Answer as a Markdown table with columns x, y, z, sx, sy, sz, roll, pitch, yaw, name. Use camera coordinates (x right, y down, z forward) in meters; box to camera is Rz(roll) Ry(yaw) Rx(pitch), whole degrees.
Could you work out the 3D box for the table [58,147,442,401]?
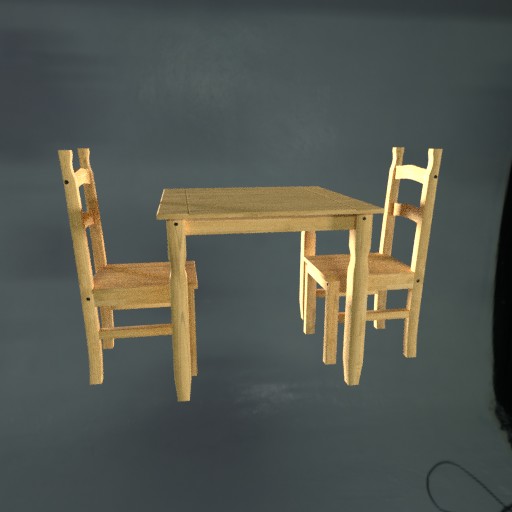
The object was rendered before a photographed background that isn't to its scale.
| x | y | z | sx | sy | sz | roll | pitch | yaw | name |
| --- | --- | --- | --- | --- | --- | --- | --- | --- | --- |
| 0.000 | 0.000 | 2.000 | 1.501 | 0.942 | 0.813 | -2 | 15 | -9 | table |
